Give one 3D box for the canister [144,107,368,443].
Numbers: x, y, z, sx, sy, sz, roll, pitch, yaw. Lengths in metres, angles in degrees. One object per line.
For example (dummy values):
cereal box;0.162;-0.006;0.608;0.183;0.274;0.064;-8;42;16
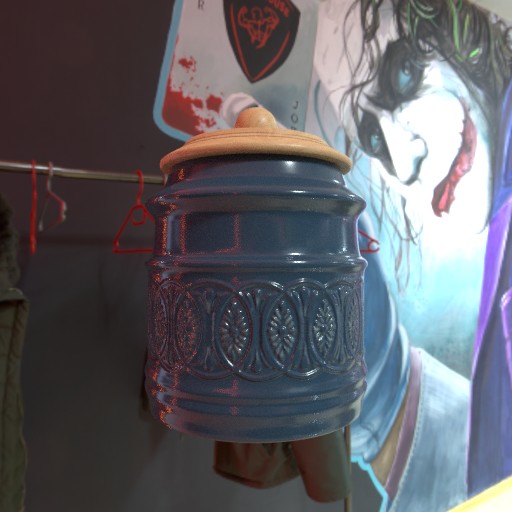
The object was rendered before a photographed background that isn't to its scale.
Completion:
canister;0.000;0.000;0.266;0.130;0.176;0.130;0;0;0
